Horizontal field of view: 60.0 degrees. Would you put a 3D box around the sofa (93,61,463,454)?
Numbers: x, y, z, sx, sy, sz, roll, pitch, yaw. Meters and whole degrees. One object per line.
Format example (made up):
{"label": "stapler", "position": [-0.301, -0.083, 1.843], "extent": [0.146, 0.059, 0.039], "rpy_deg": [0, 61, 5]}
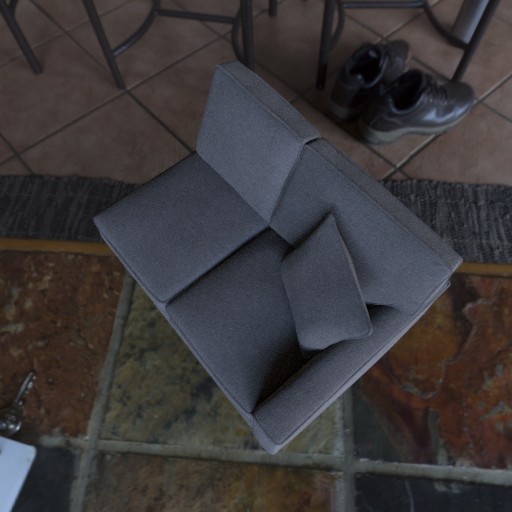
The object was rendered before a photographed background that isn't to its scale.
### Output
{"label": "sofa", "position": [0.000, 0.000, 2.068], "extent": [0.991, 0.989, 1.388], "rpy_deg": [-36, 68, -17]}
